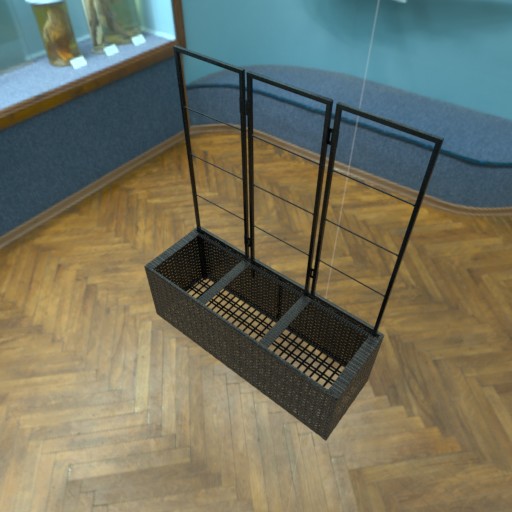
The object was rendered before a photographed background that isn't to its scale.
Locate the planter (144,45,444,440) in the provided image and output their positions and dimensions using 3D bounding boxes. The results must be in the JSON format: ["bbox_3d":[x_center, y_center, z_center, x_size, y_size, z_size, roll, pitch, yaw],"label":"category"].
[{"bbox_3d":[0.000,0.000,1.156,0.699,0.841,0.244,30,53,26],"label":"planter"}]
